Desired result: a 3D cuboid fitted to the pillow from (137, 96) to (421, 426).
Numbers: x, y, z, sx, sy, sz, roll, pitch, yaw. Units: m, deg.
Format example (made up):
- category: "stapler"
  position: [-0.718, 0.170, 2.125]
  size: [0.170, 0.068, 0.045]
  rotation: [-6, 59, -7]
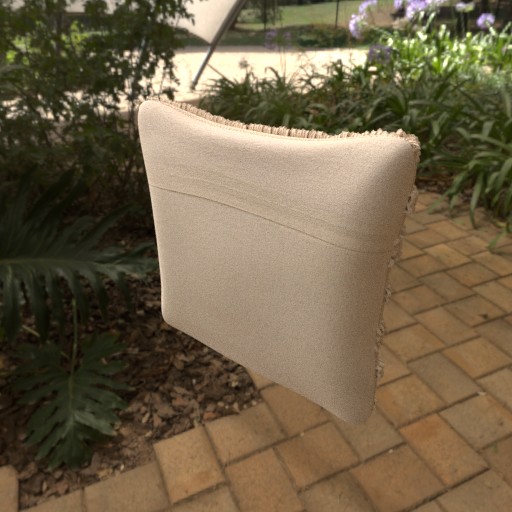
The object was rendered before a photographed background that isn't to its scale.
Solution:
- category: "pillow"
  position: [0.000, 0.000, 0.666]
  size: [0.437, 0.427, 0.145]
  rotation: [20, 35, 32]
